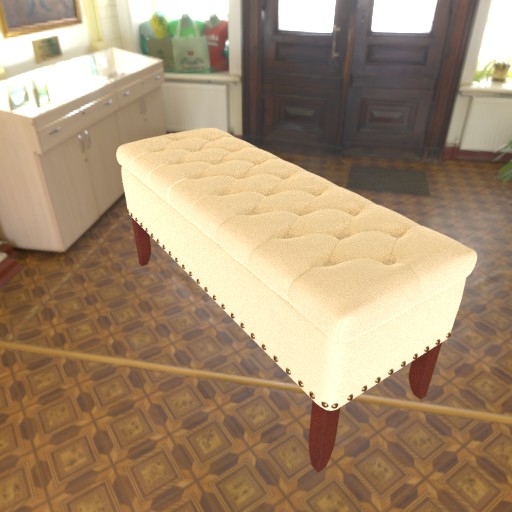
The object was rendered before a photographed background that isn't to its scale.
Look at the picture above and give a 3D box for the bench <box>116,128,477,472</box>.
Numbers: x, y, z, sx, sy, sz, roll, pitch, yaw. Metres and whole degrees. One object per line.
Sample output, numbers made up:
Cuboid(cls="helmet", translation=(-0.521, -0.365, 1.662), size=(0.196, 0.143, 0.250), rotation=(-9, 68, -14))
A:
Cuboid(cls="bench", translation=(0.000, 0.000, 1.277), size=(0.400, 0.470, 1.054), rotation=(-20, 38, -29))
